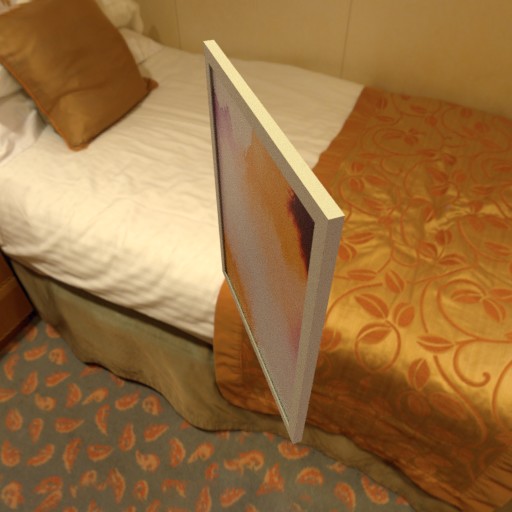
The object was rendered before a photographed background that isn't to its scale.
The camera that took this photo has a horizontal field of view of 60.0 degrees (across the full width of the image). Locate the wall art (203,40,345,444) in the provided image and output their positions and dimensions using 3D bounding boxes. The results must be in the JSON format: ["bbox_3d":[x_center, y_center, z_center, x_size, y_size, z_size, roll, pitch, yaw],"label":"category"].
[{"bbox_3d":[0.000,0.000,1.120,0.026,0.811,0.661,-15,48,-13],"label":"wall art"}]
